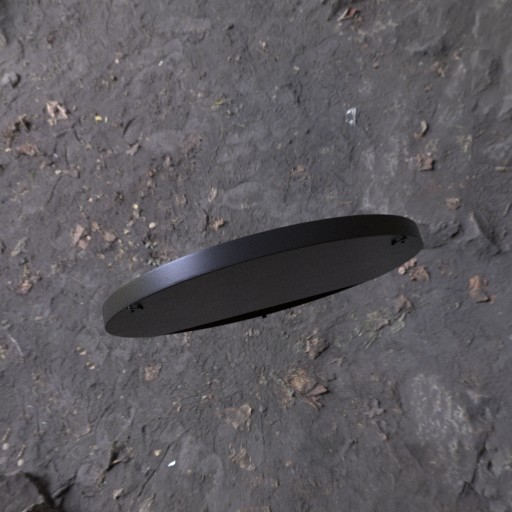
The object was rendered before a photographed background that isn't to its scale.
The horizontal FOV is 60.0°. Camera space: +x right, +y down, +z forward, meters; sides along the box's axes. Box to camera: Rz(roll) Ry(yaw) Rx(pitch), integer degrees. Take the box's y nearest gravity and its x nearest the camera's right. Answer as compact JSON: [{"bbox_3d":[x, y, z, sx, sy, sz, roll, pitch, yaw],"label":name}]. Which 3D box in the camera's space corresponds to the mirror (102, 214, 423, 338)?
[{"bbox_3d":[0.000,0.000,0.668,0.457,0.457,0.133,-14,75,-4],"label":"mirror"}]
